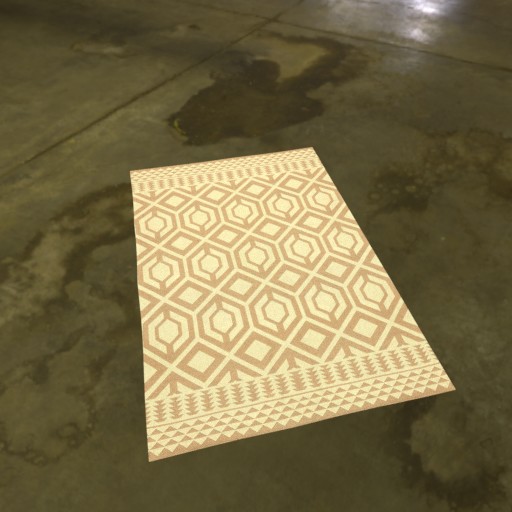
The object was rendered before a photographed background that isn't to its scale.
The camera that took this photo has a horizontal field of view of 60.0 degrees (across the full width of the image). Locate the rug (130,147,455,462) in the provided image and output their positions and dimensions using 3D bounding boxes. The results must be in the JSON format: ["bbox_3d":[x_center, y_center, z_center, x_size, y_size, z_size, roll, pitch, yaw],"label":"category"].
[{"bbox_3d":[0.000,0.000,2.306,1.219,0.008,1.829,-10,47,-9],"label":"rug"}]
